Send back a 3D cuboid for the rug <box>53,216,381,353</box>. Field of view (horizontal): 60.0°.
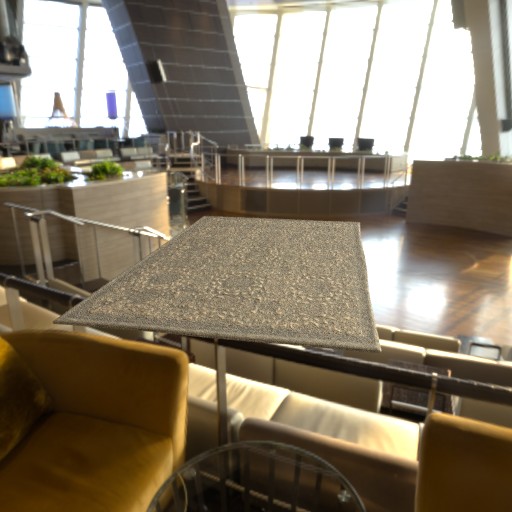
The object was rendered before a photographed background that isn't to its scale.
[{"bbox_3d":[0.000,0.000,3.162,1.535,0.022,2.498,3,17,10],"label":"rug"}]
